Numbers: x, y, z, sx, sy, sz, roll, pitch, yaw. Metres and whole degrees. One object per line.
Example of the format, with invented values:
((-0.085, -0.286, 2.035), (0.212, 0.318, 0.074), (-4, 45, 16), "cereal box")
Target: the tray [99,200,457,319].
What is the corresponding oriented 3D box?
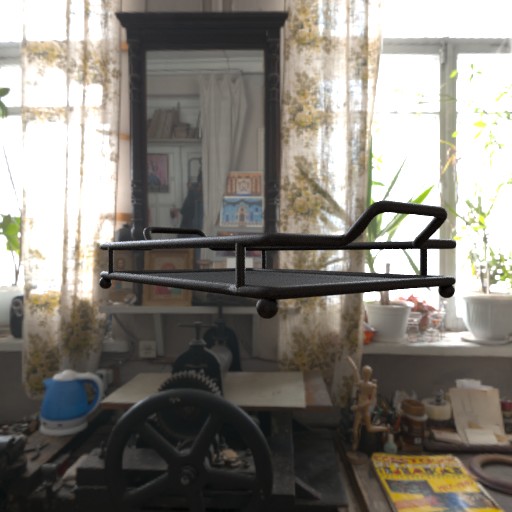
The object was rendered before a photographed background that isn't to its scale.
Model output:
((0.000, 0.000, 0.607), (0.297, 0.101, 0.495), (0, 0, -38), "tray")
